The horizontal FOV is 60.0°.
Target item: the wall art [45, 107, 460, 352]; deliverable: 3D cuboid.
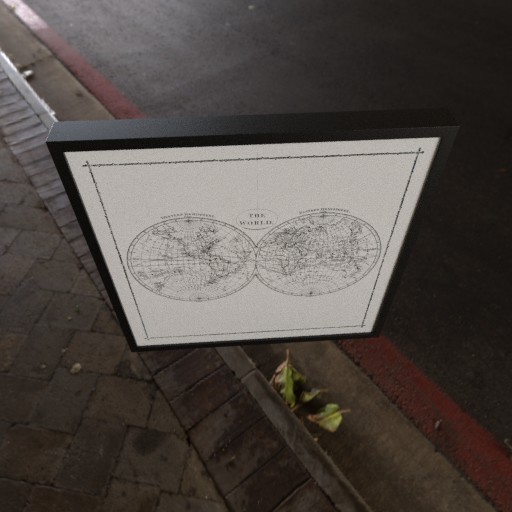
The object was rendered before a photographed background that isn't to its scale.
[{"bbox_3d":[0.000,0.000,0.476,0.327,0.318,0.029,-3,48,-3],"label":"wall art"}]
